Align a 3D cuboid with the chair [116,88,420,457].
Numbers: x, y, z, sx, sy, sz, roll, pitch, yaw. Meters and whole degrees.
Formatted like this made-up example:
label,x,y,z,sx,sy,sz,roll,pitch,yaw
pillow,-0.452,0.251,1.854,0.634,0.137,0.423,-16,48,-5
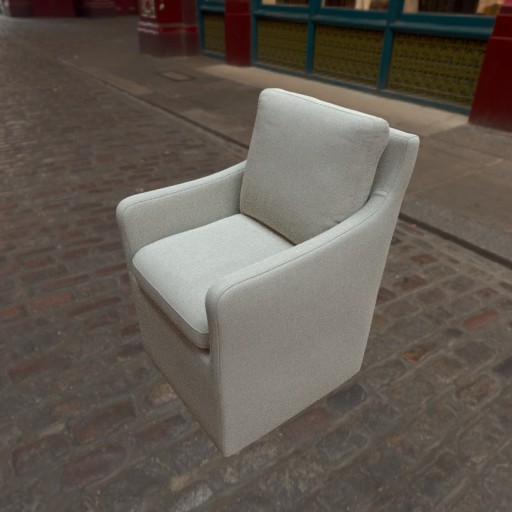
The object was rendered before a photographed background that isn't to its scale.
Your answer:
label,x,y,z,sx,sy,sz,roll,pitch,yaw
chair,0.000,0.000,1.433,0.694,0.914,0.626,-22,39,-30
